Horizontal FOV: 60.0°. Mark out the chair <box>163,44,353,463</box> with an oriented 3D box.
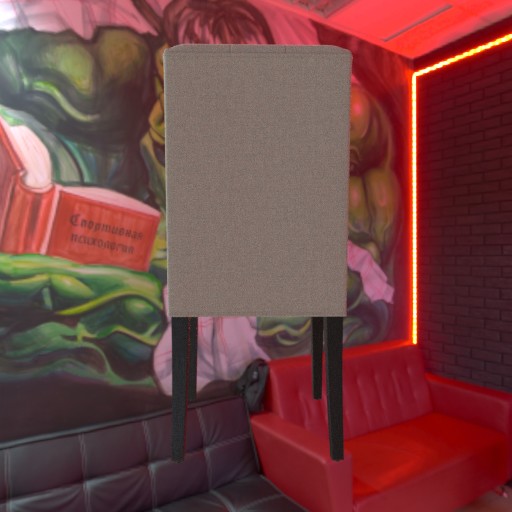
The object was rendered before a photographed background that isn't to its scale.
[{"bbox_3d":[0.000,0.000,1.255,0.474,0.961,0.523,0,0,-1],"label":"chair"}]
